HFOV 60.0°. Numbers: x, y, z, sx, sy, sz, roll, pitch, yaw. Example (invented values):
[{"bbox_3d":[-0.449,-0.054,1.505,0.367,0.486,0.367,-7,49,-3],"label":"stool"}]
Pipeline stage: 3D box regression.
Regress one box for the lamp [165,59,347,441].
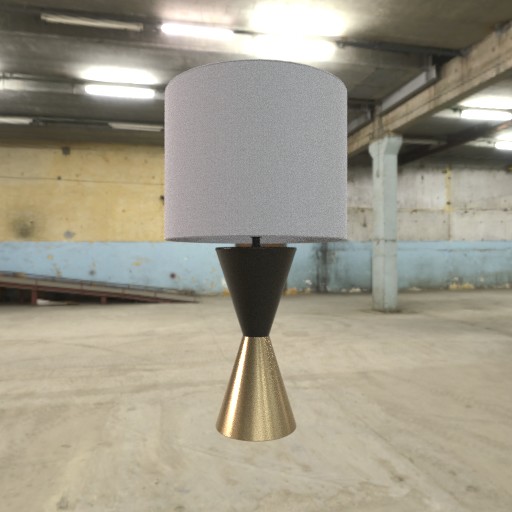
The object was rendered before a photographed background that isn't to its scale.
[{"bbox_3d":[0.000,0.000,0.753,0.304,0.573,0.304,0,0,17],"label":"lamp"}]
